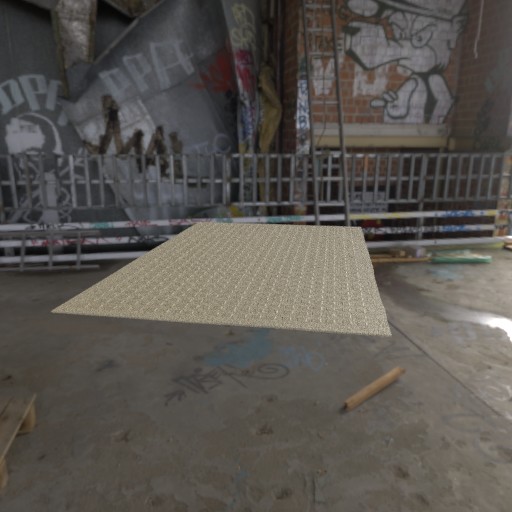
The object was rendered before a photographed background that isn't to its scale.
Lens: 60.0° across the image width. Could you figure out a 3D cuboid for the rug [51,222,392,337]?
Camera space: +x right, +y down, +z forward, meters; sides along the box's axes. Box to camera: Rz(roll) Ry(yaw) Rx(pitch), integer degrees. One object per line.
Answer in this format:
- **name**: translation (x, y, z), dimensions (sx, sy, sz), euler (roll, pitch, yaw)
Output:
- **rug**: translation (0.000, 0.000, 2.269), dimensions (1.143, 0.006, 1.747), euler (3, 15, 9)
